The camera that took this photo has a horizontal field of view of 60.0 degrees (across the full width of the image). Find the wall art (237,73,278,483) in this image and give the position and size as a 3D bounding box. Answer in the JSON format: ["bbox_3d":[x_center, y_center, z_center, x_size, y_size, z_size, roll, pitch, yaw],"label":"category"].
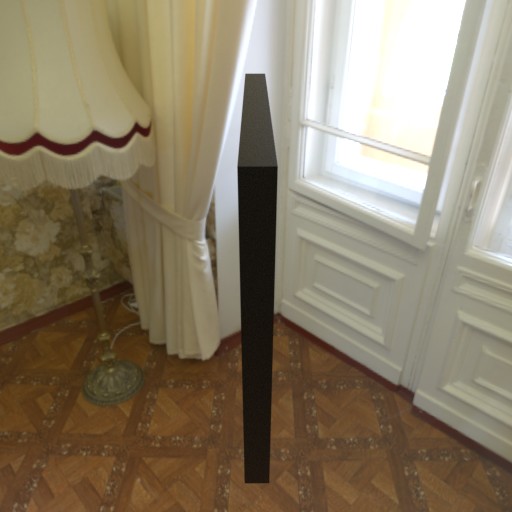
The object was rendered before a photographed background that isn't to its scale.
[{"bbox_3d":[0.000,0.000,0.764,0.038,0.508,0.508,0,31,0],"label":"wall art"}]
